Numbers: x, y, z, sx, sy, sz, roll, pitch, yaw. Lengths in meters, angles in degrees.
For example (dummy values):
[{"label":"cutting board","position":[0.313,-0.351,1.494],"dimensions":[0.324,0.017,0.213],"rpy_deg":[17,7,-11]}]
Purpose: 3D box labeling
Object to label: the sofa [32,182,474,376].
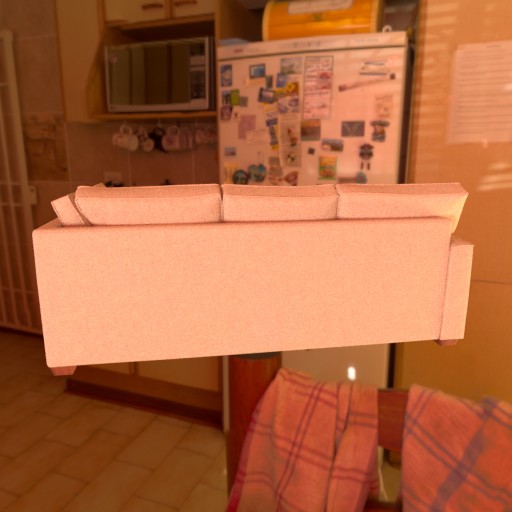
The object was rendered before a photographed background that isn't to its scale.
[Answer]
[{"label":"sofa","position":[0.000,0.000,2.816],"dimensions":[2.317,0.962,1.061],"rpy_deg":[-2,13,-9]}]
